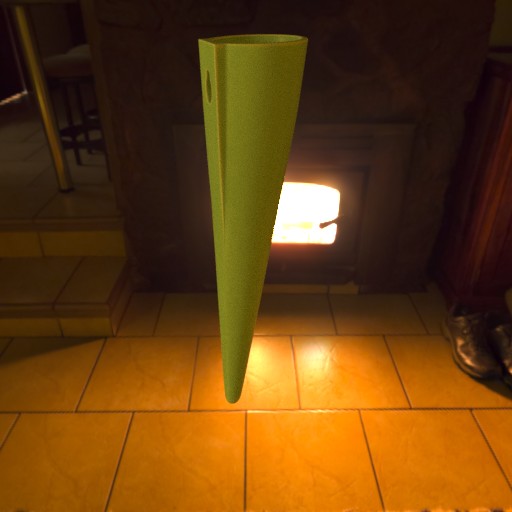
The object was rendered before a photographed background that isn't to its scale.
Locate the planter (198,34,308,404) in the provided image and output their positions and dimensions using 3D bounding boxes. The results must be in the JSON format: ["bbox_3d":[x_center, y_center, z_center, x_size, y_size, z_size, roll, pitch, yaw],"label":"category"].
[{"bbox_3d":[0.000,0.000,0.302,0.055,0.268,0.054,-11,32,-17],"label":"planter"}]
